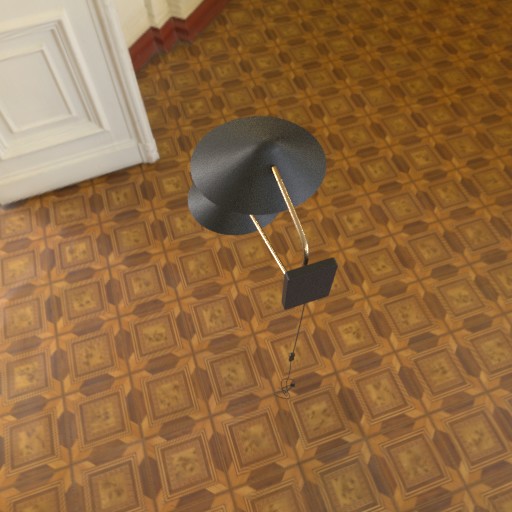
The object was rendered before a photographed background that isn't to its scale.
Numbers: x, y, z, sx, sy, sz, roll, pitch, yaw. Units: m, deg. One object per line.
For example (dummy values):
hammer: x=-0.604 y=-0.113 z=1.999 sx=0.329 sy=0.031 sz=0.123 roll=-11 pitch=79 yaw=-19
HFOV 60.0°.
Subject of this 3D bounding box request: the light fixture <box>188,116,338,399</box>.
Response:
light fixture: x=0.000 y=0.000 z=0.845 sx=0.189 sy=0.665 sz=0.422 roll=-17 pitch=60 yaw=-10
